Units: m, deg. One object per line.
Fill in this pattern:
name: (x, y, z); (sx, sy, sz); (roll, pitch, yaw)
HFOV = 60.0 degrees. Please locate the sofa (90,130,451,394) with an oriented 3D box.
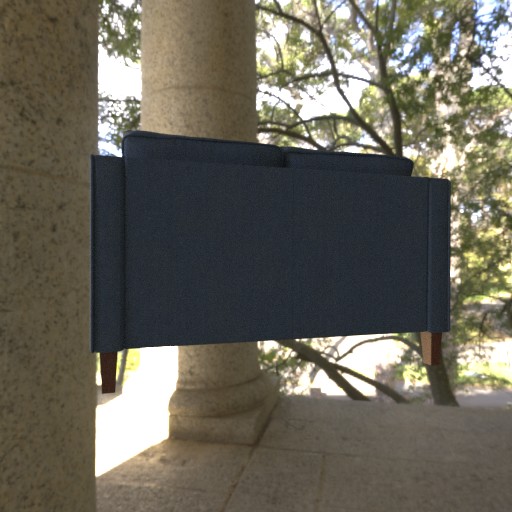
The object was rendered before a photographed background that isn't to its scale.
sofa: (0.000, 0.000, 2.195); (1.501, 0.971, 0.987); (0, -1, -18)
